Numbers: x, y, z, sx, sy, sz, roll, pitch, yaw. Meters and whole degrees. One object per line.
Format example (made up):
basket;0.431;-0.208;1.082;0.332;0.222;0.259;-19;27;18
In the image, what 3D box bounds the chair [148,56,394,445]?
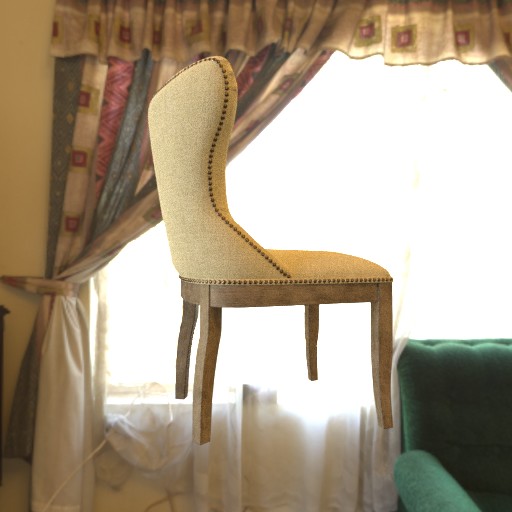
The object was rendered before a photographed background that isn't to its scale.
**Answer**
chair;0.000;0.000;1.443;0.681;1.002;0.654;0;0;-18
